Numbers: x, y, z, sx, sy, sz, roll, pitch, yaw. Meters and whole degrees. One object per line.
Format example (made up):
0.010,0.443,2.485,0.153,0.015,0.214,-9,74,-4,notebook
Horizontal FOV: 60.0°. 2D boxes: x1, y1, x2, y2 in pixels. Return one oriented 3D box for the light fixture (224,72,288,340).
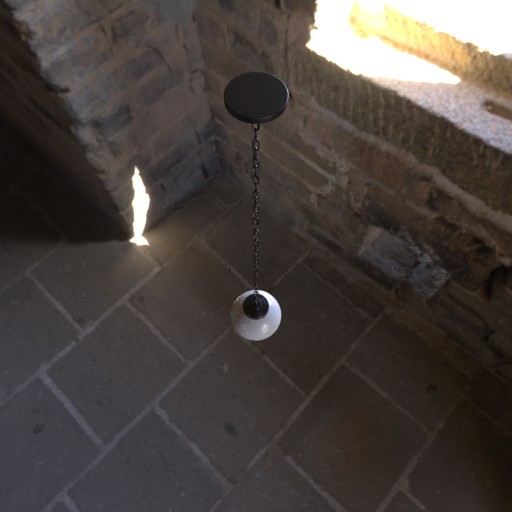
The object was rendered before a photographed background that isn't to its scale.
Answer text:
0.000,0.000,2.003,0.304,1.867,0.305,-3,63,-2,light fixture
